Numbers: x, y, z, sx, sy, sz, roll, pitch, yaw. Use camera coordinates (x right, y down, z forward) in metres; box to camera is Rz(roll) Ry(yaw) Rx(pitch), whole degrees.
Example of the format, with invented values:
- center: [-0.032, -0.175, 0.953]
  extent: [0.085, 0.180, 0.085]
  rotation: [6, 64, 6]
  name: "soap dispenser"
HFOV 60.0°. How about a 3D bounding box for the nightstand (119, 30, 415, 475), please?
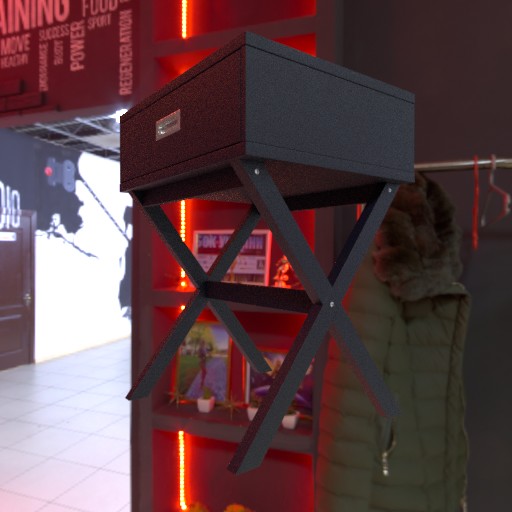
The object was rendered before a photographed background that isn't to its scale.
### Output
- center: [0.000, 0.000, 0.920]
  extent: [0.402, 0.623, 0.479]
  rotation: [0, 1, -37]
  name: "nightstand"
